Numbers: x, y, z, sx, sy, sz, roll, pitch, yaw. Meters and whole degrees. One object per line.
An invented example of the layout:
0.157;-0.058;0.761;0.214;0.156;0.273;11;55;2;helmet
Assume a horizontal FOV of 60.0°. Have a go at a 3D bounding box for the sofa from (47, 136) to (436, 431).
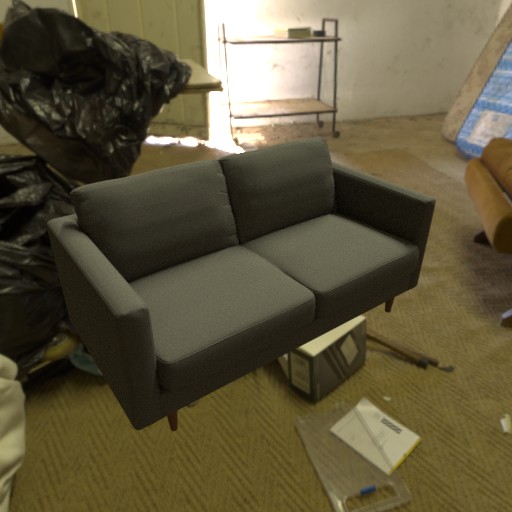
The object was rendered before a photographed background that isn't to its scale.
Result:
0.000;0.000;2.241;1.713;0.866;0.940;-20;36;-31;sofa
